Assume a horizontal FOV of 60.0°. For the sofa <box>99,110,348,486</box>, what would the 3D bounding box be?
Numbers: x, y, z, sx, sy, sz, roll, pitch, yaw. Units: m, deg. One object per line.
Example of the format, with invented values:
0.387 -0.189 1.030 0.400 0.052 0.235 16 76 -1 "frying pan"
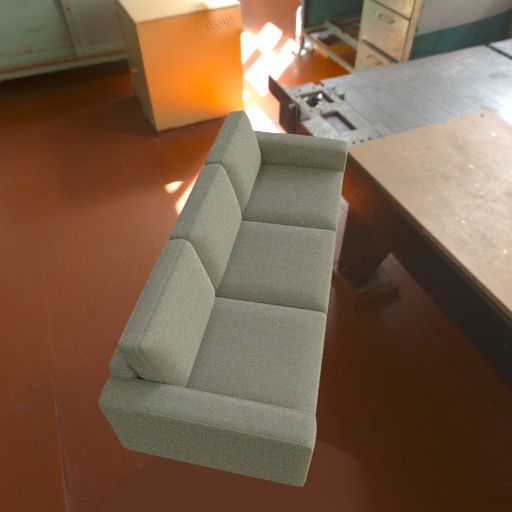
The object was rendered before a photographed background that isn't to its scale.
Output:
0.000 0.000 2.563 0.900 0.800 2.160 9 48 8 "sofa"
